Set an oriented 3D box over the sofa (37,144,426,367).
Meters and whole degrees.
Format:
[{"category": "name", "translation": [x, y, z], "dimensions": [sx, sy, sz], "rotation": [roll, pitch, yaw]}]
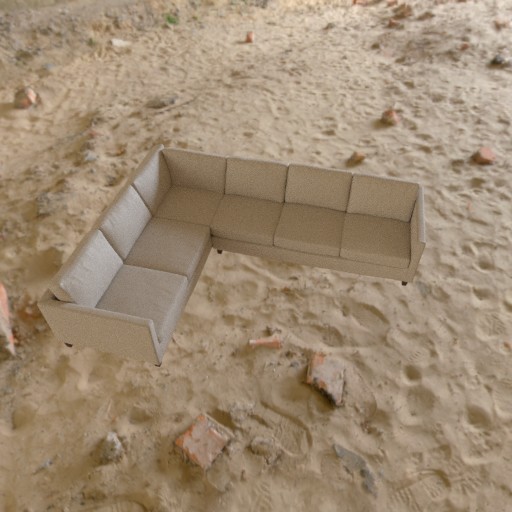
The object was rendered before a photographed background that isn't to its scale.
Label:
[{"category": "sofa", "translation": [0.000, 0.000, 4.411], "dimensions": [3.182, 0.863, 2.432], "rotation": [10, 46, 9]}]
